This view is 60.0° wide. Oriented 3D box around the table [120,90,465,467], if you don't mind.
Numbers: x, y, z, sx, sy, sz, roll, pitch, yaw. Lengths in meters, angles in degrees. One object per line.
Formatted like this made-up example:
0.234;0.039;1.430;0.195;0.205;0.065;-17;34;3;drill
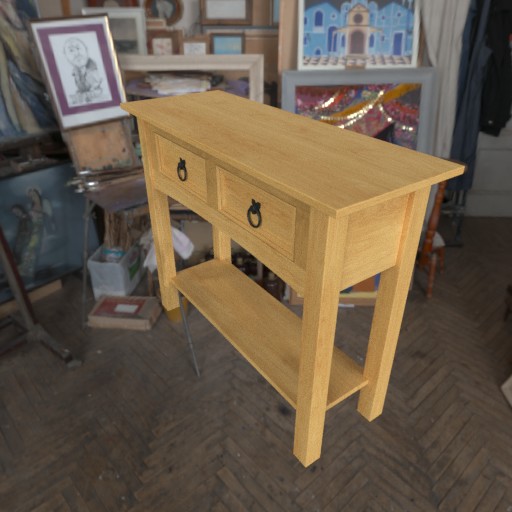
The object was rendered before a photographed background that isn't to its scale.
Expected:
0.000;0.000;1.263;0.340;0.728;0.900;-20;37;-30;table
